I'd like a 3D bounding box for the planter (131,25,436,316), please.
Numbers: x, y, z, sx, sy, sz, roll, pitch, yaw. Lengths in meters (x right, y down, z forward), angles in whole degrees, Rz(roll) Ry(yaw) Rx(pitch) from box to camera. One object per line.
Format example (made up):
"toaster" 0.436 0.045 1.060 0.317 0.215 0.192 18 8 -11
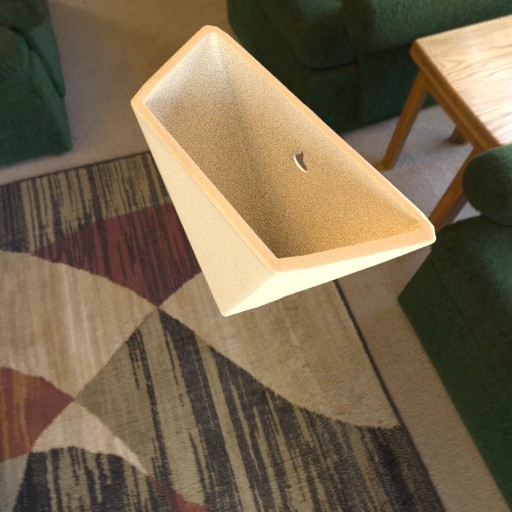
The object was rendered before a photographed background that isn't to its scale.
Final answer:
"planter" 0.000 0.000 0.267 0.060 0.197 0.150 -33 67 -16
